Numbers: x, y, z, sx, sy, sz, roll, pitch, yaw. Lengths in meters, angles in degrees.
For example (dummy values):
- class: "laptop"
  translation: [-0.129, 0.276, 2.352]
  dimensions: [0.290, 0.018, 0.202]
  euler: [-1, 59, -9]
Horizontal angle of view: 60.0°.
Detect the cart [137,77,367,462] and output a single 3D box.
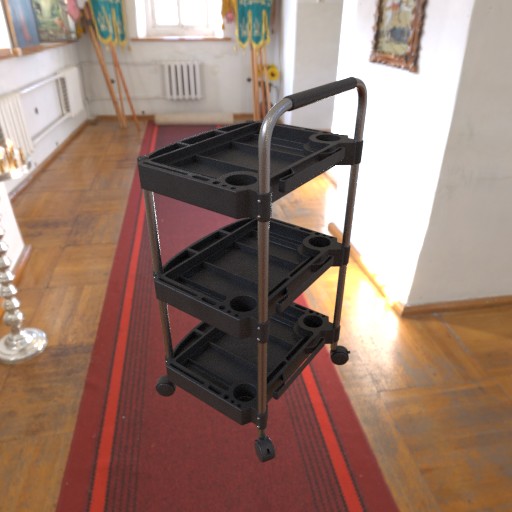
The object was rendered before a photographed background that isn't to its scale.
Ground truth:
- class: "cart"
  translation: [0.000, 0.000, 1.422]
  dimensions: [0.518, 1.075, 0.584]
  euler: [20, 36, 30]
